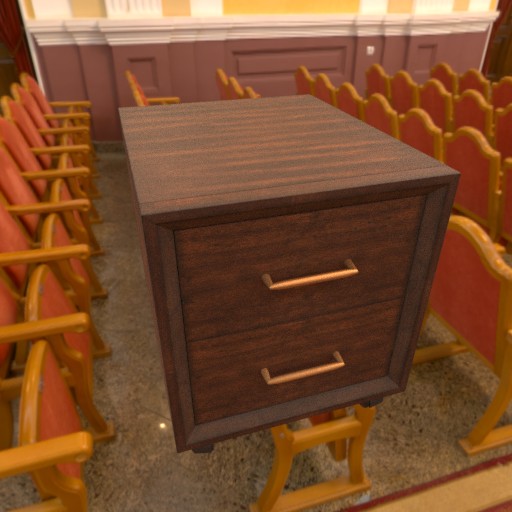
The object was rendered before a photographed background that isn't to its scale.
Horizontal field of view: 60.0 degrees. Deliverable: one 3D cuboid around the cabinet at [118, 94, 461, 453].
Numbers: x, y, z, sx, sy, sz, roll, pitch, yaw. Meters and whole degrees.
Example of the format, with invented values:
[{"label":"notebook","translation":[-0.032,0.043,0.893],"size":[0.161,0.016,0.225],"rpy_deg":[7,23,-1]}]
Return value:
[{"label":"cabinet","translation":[0.000,0.000,0.826],"size":[0.402,0.455,0.500],"rpy_deg":[-9,33,-15]}]
